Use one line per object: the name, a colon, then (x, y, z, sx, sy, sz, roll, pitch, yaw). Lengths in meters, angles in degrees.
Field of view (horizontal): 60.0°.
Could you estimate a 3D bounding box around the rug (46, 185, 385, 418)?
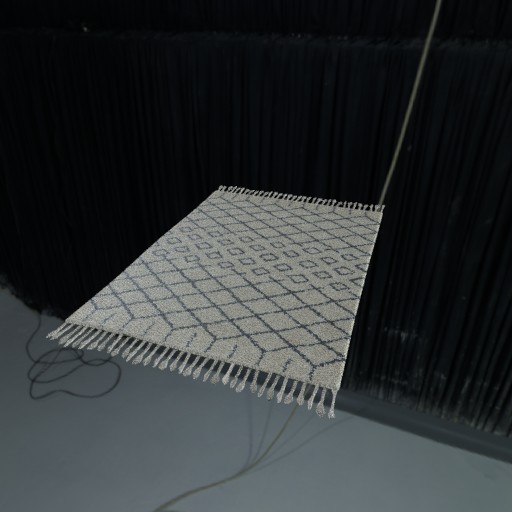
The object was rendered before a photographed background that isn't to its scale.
rug: (0.000, 0.000, 3.319, 1.664, 0.029, 2.615, 10, 31, 17)
